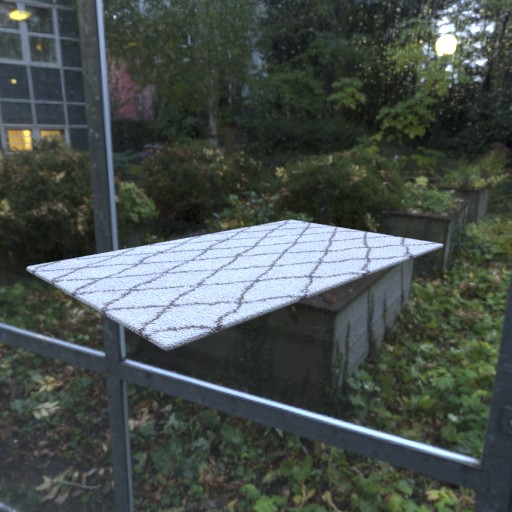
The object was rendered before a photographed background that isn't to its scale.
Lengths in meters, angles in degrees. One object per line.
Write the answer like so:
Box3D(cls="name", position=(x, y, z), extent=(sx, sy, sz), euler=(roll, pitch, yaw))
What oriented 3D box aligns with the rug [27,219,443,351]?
Box3D(cls="rug", position=(0.000, 0.000, 3.000), extent=(2.438, 0.030, 1.524), euler=(-14, 20, -43))
